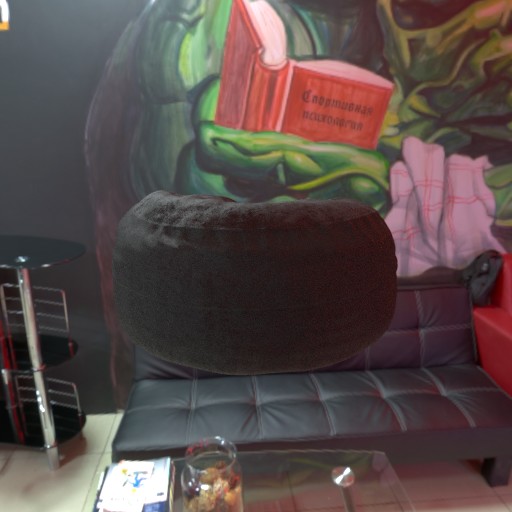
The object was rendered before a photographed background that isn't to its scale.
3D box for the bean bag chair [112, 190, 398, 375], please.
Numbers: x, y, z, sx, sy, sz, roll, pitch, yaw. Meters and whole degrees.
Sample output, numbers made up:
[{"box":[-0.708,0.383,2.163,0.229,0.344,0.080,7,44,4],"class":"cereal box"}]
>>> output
[{"box":[0.000,0.000,2.468,1.525,0.751,1.525,0,15,0],"class":"bean bag chair"}]
